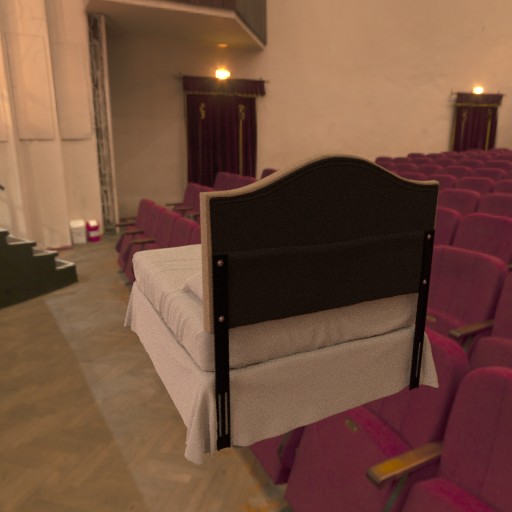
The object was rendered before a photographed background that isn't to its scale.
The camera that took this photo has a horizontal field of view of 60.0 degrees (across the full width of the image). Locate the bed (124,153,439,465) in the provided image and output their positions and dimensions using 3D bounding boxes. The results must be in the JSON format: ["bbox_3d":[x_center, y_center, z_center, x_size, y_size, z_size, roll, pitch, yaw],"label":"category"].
[{"bbox_3d":[0.000,0.000,3.528,1.876,1.645,2.221,-7,16,-25],"label":"bed"}]
